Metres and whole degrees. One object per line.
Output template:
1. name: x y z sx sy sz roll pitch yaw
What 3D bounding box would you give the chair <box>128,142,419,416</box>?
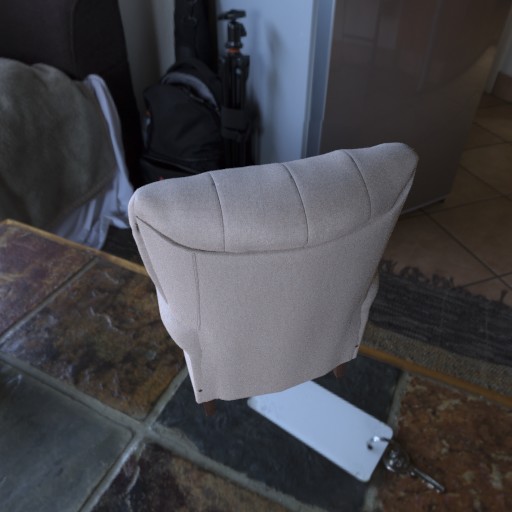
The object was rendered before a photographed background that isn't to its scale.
1. chair: 0.000 0.000 1.897 0.942 1.209 1.025 -12 43 -13
